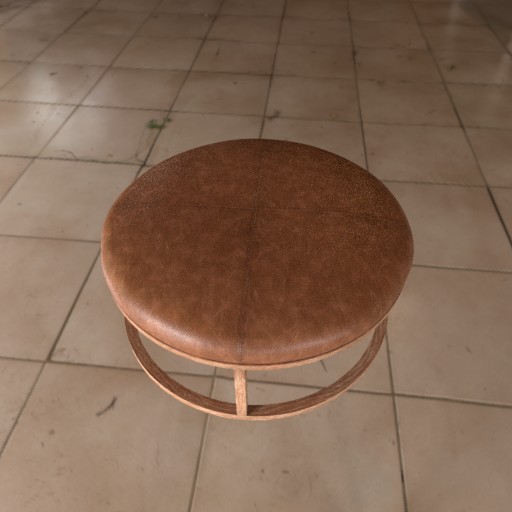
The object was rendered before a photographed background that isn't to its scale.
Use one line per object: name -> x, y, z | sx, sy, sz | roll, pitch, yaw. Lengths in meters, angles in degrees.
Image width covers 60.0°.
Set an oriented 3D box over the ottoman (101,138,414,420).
ottoman -> 0.000, 0.000, 1.566 | 1.006, 0.445, 1.006 | 0, 46, 0
